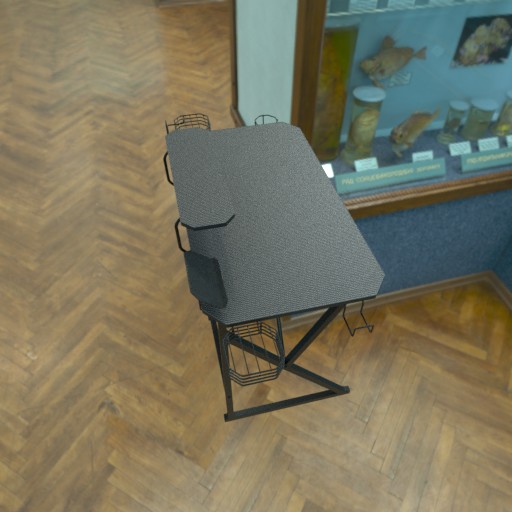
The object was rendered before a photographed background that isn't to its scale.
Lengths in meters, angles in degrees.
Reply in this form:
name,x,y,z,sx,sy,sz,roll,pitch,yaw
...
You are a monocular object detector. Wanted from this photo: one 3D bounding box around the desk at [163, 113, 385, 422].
name,x,y,z,sx,sy,sz,roll,pitch,yaw
desk,0.000,0.000,1.748,0.580,0.880,1.290,-10,47,-9
